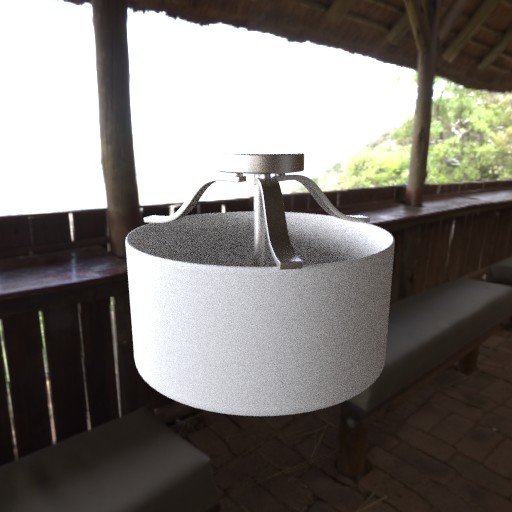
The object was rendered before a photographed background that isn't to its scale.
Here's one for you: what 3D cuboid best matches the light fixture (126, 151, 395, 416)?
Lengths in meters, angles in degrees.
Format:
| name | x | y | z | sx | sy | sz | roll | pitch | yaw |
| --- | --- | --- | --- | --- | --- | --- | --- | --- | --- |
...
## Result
| name | x | y | z | sx | sy | sz | roll | pitch | yaw |
| --- | --- | --- | --- | --- | --- | --- | --- | --- | --- |
| light fixture | 0.000 | 0.000 | 0.668 | 0.395 | 0.304 | 0.395 | 0 | 15 | 0 |
